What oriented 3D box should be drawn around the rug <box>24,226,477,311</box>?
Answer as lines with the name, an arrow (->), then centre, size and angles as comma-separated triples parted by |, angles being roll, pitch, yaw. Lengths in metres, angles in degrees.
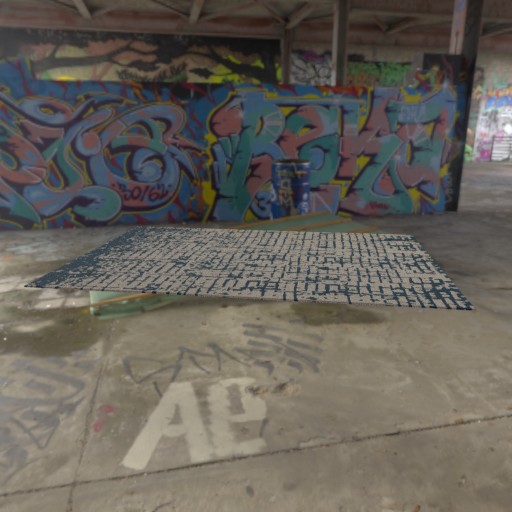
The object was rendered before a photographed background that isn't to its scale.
rug -> 0.000, 0.000, 2.346 | 1.828, 0.007, 1.220 | 2, 16, 8
